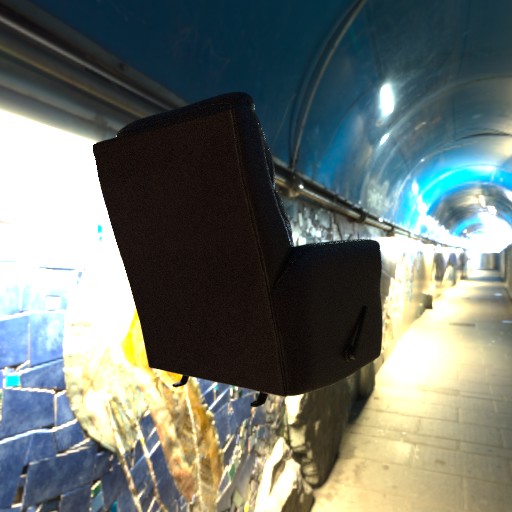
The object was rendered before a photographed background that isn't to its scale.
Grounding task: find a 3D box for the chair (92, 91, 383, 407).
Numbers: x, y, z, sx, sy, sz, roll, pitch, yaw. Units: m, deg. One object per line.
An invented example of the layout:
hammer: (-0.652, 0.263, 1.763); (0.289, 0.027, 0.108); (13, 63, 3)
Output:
chair: (0.000, 0.000, 1.835); (0.829, 1.030, 1.080); (0, -1, 37)
